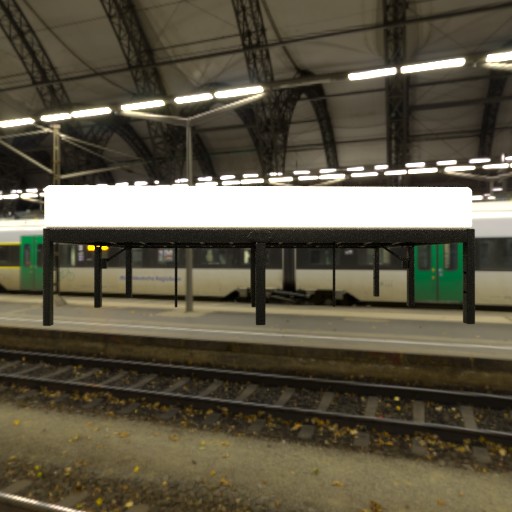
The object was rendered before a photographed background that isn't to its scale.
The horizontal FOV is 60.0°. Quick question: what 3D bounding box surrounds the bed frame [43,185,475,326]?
[{"bbox_3d":[0.000,0.000,2.864,2.072,0.659,1.557,0,0,-2],"label":"bed frame"}]
